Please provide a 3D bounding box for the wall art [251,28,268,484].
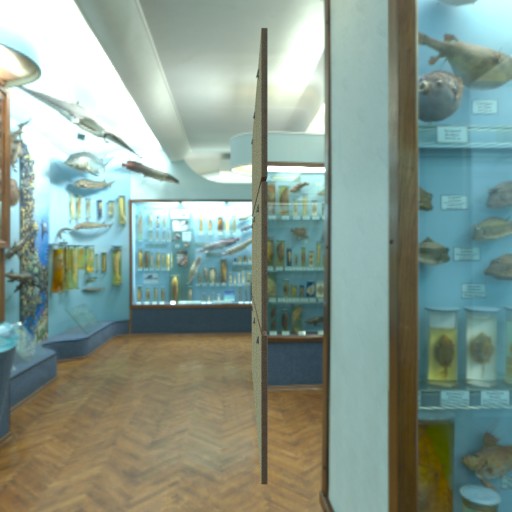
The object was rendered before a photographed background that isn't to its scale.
[{"bbox_3d":[0.000,0.000,1.330,0.018,0.904,0.906,0,0,-2],"label":"wall art"}]
